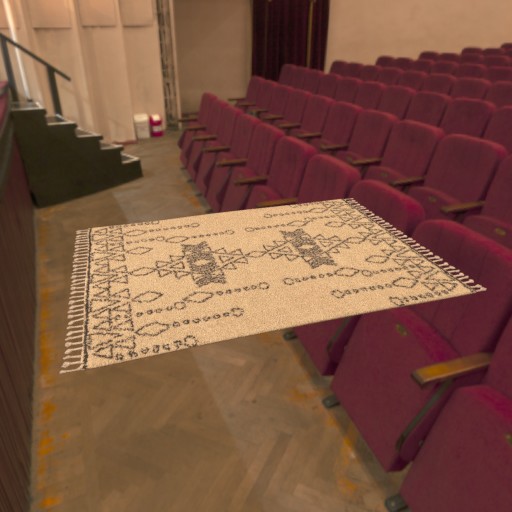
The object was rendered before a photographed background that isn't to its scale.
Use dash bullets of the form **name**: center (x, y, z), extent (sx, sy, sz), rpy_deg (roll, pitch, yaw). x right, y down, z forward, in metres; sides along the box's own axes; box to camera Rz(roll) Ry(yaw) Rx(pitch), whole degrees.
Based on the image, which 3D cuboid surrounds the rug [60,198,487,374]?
- **rug**: center (0.000, 0.000, 3.829), extent (3.027, 0.028, 2.125), rpy_deg (-8, 28, -16)
